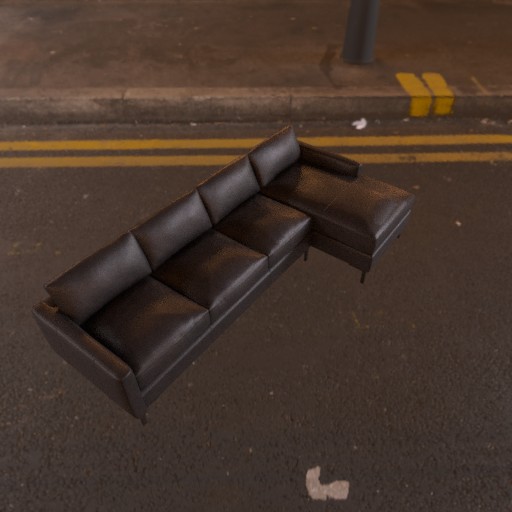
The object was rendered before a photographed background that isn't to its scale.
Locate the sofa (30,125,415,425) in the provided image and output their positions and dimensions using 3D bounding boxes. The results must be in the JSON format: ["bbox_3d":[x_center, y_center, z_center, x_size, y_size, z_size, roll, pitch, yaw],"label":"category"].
[{"bbox_3d":[0.000,0.000,3.570,1.471,0.859,2.993,27,49,26],"label":"sofa"}]
